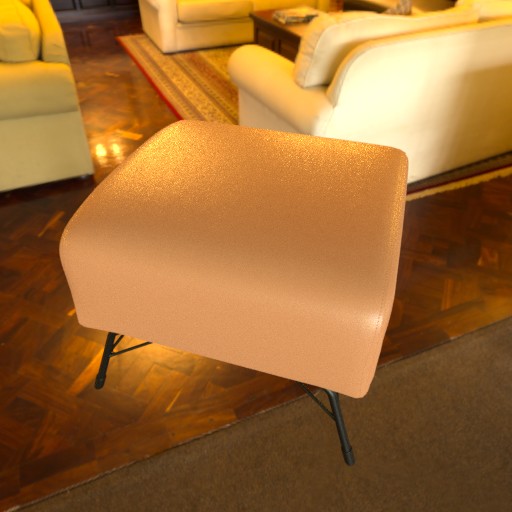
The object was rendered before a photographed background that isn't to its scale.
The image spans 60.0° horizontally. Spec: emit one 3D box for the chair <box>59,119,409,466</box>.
[{"bbox_3d":[0.000,0.000,0.900,0.530,0.410,0.530,12,42,13],"label":"chair"}]
